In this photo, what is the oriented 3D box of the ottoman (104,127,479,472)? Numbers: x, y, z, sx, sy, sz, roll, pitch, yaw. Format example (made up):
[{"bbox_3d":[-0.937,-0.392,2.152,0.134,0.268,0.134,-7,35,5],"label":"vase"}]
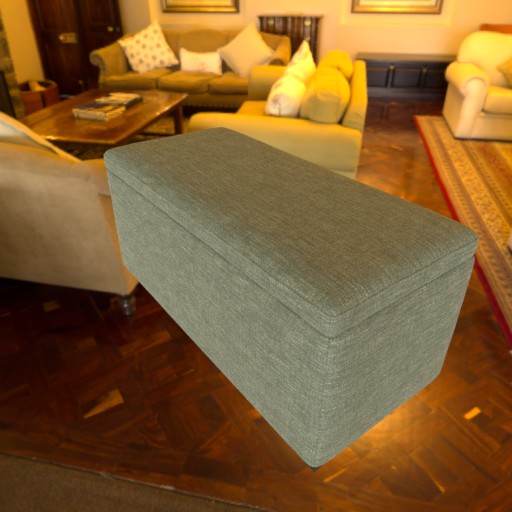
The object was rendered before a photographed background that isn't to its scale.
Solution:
[{"bbox_3d":[0.000,0.000,1.117,0.419,0.432,0.902,-22,38,-31],"label":"ottoman"}]
